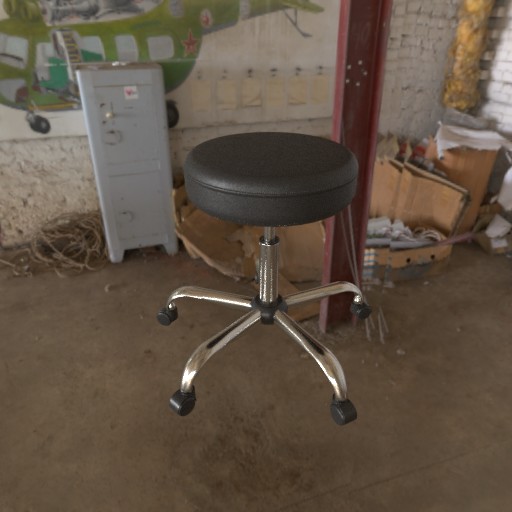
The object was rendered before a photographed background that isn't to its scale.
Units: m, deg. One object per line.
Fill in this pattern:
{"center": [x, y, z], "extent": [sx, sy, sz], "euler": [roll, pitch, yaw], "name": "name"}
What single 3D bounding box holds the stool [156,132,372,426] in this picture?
{"center": [0.000, 0.000, 1.179], "extent": [0.638, 0.576, 0.673], "euler": [9, 31, 15], "name": "stool"}
